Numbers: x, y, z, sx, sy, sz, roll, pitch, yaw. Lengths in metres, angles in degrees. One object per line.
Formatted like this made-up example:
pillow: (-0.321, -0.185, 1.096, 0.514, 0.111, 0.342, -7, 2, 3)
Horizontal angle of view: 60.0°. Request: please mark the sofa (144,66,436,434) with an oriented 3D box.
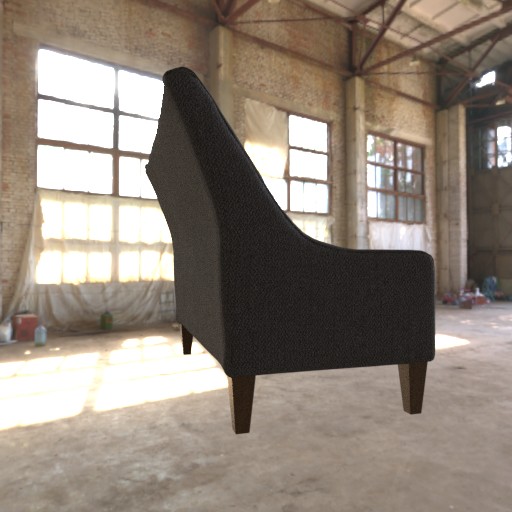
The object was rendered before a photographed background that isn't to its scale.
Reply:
sofa: (0.000, 0.000, 1.875, 0.873, 1.022, 1.242, 0, -1, -17)
